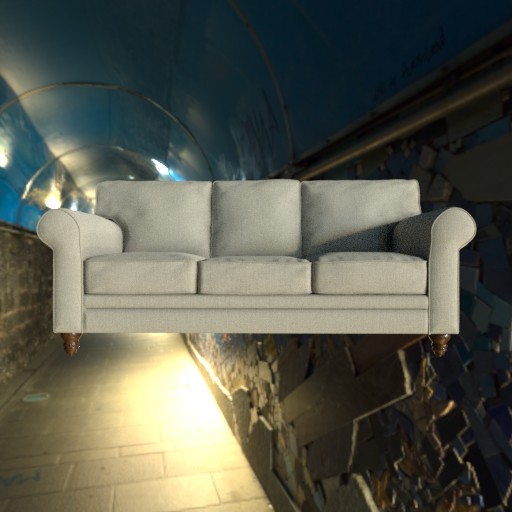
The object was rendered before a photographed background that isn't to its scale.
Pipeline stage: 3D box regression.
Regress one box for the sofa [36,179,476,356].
[{"bbox_3d":[0.000,0.000,2.502,2.084,0.961,0.916,0,0,1],"label":"sofa"}]
